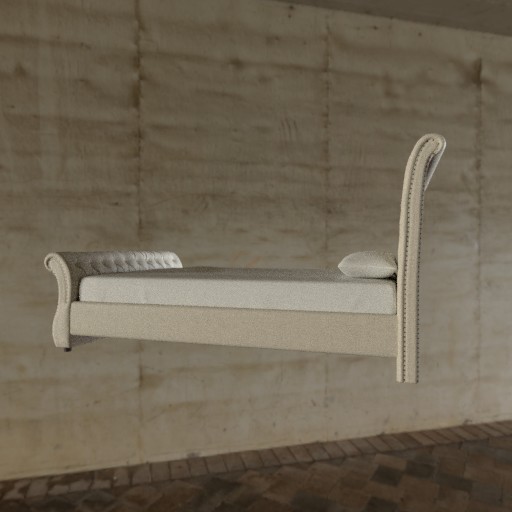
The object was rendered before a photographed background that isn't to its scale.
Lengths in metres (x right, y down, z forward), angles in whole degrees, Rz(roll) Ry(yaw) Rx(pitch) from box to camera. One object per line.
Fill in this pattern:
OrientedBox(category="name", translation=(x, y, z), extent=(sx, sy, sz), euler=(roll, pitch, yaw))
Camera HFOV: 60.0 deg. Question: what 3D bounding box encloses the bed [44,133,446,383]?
OrientedBox(category="bed", translation=(0.000, 0.000, 3.346), extent=(2.493, 1.268, 1.606), euler=(0, 1, 18))
